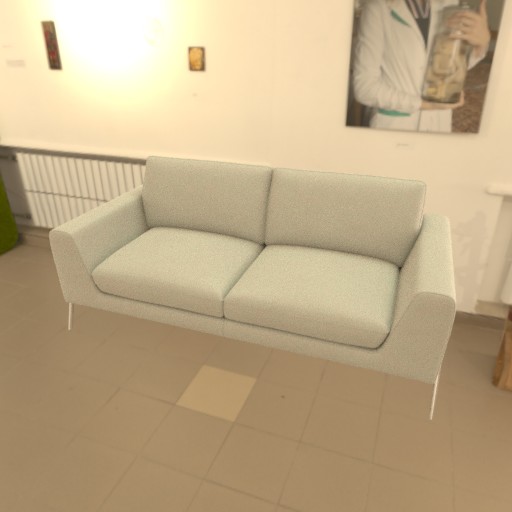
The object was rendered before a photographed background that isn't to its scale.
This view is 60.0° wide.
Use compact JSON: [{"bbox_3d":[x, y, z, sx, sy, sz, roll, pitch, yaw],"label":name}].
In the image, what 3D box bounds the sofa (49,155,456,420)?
[{"bbox_3d":[0.000,0.000,2.486,2.017,0.875,0.953,9,28,18],"label":"sofa"}]
